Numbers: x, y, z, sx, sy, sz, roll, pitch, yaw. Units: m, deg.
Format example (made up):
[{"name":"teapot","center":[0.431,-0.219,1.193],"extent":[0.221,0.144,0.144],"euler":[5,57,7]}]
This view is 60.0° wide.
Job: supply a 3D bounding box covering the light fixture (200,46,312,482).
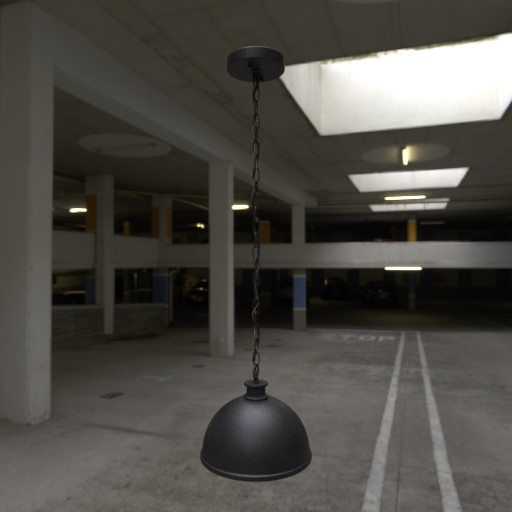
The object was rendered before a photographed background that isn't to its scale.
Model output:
[{"name":"light fixture","center":[0.000,0.000,1.224],"extent":[0.304,1.090,0.304],"euler":[0,-1,19]}]
